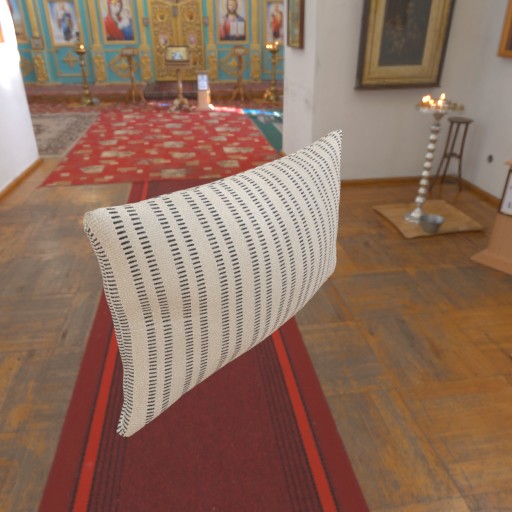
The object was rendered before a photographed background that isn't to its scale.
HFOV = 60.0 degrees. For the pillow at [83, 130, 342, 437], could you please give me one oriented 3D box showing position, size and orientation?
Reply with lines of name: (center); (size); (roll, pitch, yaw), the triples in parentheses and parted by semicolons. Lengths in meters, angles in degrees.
pillow: (0.000, 0.000, 0.797); (0.210, 0.353, 0.640); (18, 31, 32)
